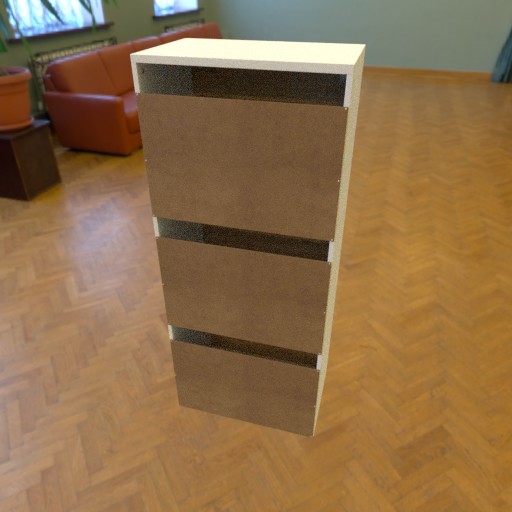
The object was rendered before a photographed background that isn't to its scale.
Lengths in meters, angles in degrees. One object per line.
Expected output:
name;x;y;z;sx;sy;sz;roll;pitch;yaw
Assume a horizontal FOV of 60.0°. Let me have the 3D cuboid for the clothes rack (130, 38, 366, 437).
clothes rack;0.000;0.000;1.390;0.500;1.187;0.331;9;33;13
